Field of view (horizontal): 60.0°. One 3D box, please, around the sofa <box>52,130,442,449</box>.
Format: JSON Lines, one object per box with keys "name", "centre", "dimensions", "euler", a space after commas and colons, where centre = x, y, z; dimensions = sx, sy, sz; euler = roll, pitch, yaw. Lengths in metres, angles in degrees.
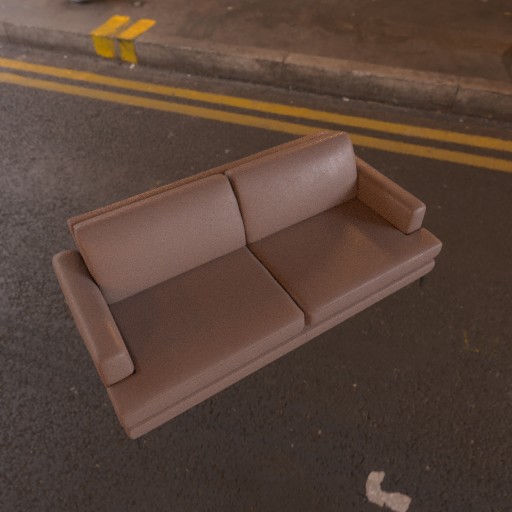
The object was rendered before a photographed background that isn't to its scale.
{"name": "sofa", "centre": [0.000, 0.000, 2.434], "dimensions": [1.940, 0.765, 0.974], "euler": [-24, 50, -22]}
